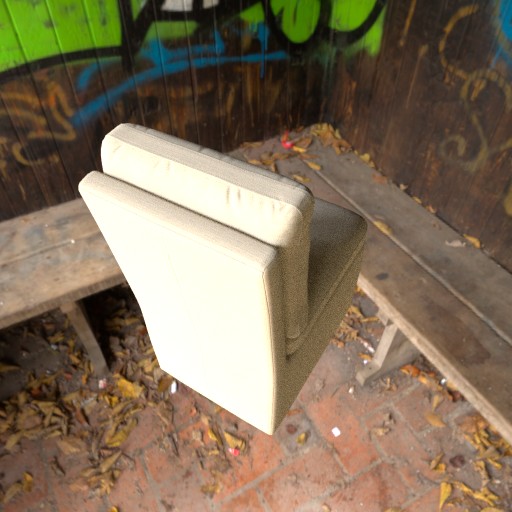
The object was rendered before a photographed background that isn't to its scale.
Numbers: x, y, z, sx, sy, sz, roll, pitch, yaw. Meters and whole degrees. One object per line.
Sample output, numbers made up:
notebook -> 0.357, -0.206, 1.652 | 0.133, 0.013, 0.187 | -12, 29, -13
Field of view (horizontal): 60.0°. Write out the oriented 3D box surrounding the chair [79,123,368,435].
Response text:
chair -> 0.000, 0.000, 1.336 | 0.503, 0.927, 0.698 | 24, 50, 22
